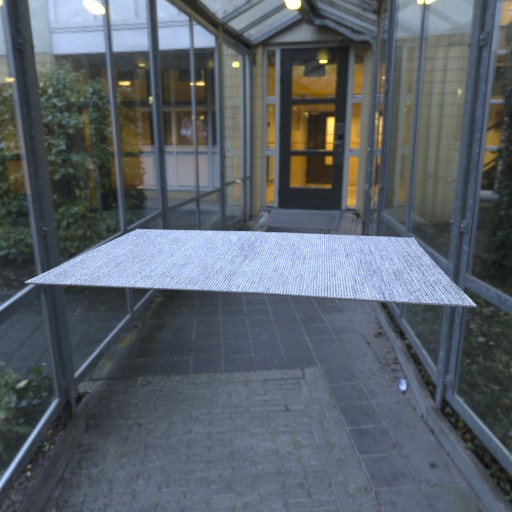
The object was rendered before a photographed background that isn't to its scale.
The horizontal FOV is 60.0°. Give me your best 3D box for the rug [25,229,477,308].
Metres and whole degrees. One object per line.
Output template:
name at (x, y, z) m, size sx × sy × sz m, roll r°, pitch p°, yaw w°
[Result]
rug at (0.000, 0.000, 2.275) m, size 1.789 × 0.021 × 1.159 m, roll 2°, pitch 15°, yaw 9°
